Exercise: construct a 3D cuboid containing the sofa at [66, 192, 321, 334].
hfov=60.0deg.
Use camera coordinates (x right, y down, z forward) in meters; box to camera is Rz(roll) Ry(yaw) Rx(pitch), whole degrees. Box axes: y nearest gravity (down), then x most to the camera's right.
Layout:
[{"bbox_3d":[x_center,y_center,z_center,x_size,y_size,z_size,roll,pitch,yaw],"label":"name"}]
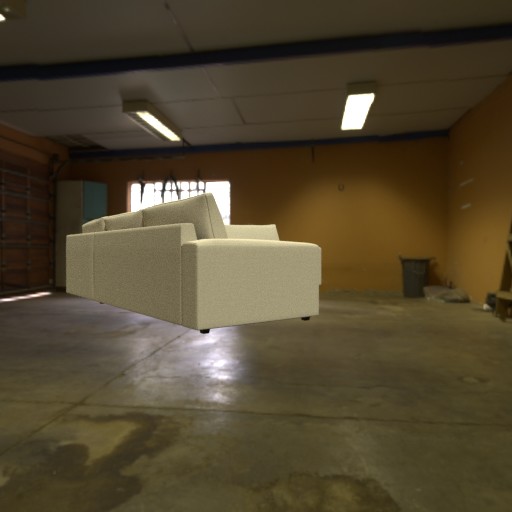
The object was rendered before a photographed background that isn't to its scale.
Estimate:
[{"bbox_3d":[0.000,0.000,4.868,3.206,0.918,3.066,-1,1,-37],"label":"sofa"}]
